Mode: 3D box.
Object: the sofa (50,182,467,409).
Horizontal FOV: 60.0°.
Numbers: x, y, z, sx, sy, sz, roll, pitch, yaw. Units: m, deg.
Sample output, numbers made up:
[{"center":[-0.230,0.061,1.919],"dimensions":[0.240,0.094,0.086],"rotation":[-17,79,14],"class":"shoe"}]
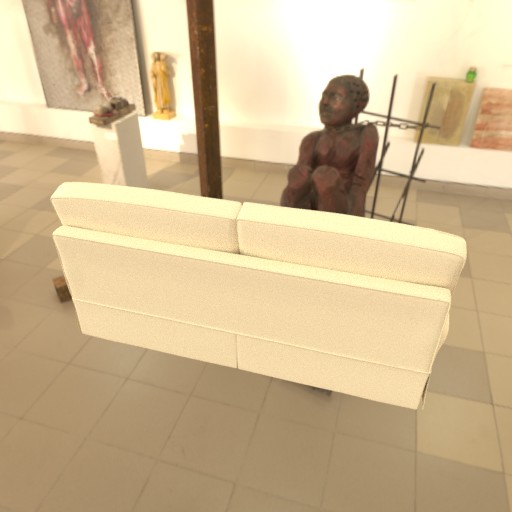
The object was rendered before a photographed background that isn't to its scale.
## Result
[{"center":[0.000,0.000,2.488],"dimensions":[2.021,0.937,0.862],"rotation":[9,35,13],"class":"sofa"}]
